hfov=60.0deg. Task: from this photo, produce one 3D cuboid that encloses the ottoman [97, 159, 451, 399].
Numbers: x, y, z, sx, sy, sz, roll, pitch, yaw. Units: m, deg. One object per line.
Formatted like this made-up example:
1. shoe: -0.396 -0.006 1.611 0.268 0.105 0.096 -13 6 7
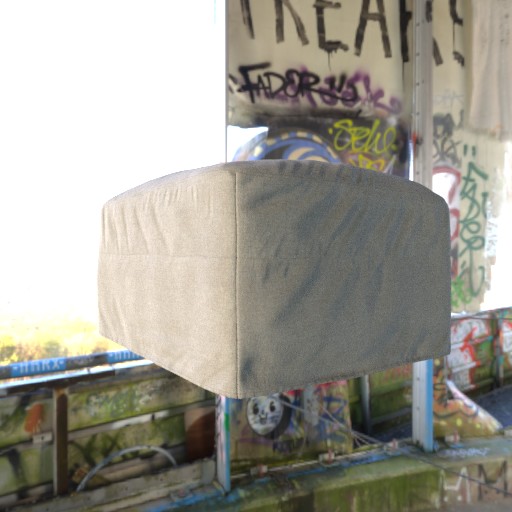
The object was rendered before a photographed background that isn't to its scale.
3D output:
1. ottoman: 0.000 0.000 1.246 0.683 0.481 0.837 -1 1 -36
